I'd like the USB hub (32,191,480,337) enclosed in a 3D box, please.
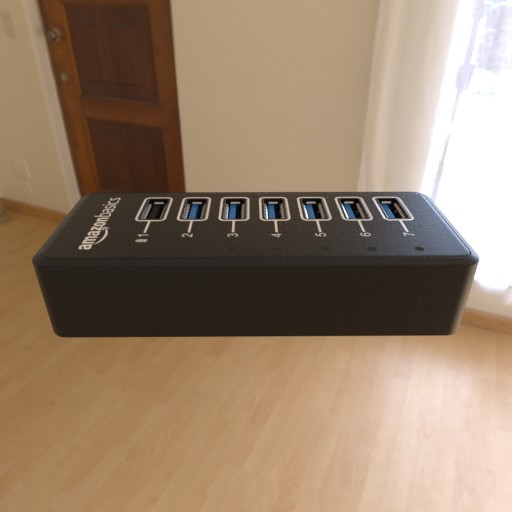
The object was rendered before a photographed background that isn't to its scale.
[{"bbox_3d":[0.000,0.000,0.130,0.110,0.023,0.044,0,31,0],"label":"USB hub"}]
